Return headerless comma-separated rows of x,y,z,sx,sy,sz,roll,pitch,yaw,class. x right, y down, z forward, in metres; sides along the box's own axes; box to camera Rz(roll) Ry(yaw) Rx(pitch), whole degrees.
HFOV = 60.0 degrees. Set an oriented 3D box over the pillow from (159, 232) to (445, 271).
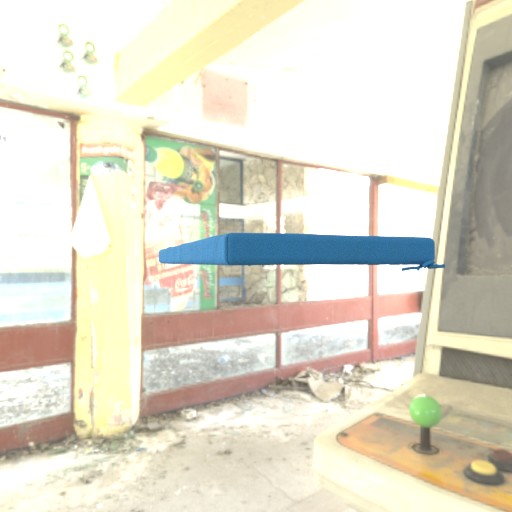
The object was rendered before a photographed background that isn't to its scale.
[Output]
0.000,0.000,1.397,0.492,0.081,1.187,0,-1,-18,pillow
